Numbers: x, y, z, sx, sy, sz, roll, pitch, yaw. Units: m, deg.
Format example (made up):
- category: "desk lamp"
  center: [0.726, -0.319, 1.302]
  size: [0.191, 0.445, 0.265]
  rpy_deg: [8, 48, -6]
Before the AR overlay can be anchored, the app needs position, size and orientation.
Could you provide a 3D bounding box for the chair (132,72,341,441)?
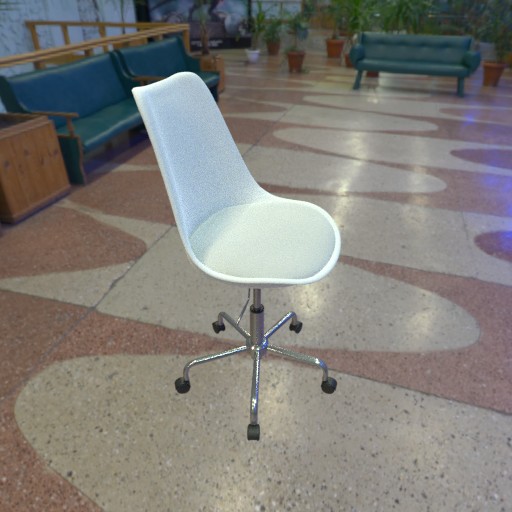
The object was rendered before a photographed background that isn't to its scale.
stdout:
- category: "chair"
  center: [0.000, 0.000, 1.277]
  size: [0.550, 0.930, 0.550]
  rpy_deg: [10, 33, 17]
